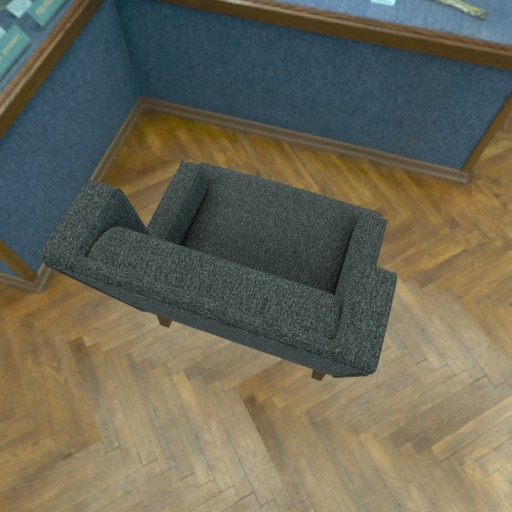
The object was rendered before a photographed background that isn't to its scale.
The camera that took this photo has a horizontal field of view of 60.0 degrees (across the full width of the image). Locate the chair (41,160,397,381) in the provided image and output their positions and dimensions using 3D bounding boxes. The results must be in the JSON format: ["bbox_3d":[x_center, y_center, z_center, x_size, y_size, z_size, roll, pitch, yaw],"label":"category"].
[{"bbox_3d":[0.000,0.000,1.792,0.942,1.082,0.927,17,64,9],"label":"chair"}]
